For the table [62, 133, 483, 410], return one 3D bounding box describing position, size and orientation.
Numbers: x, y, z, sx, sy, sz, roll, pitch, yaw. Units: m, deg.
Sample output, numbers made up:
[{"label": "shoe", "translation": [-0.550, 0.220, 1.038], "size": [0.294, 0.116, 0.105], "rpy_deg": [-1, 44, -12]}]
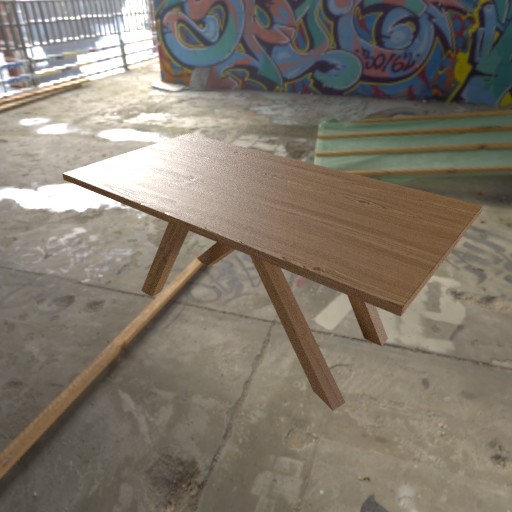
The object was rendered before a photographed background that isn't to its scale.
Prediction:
[{"label": "table", "translation": [0.000, 0.000, 2.285], "size": [1.797, 0.750, 0.901], "rpy_deg": [22, 38, 31]}]
